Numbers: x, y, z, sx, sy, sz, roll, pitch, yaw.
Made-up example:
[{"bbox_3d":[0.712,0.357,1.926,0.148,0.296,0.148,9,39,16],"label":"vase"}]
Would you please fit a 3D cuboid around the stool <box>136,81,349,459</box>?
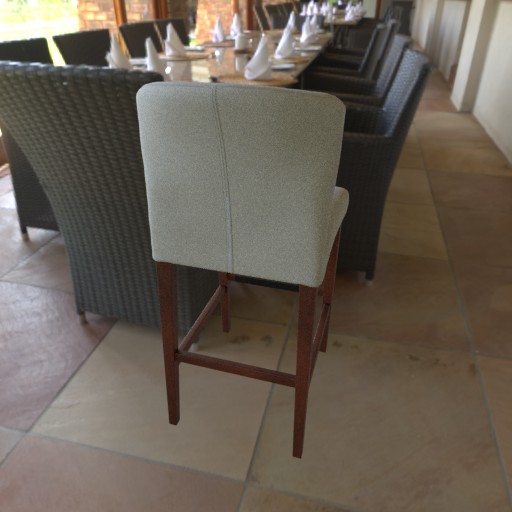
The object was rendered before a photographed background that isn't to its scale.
[{"bbox_3d":[0.000,0.000,1.344,0.479,1.069,0.568,9,31,15],"label":"stool"}]
